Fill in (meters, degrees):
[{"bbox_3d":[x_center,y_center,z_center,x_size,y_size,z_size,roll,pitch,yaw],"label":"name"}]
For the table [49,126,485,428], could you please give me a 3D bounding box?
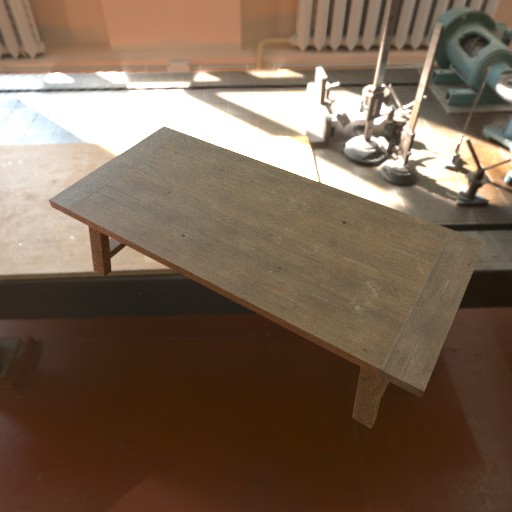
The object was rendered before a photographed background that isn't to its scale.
[{"bbox_3d":[0.000,0.000,2.157,1.800,0.465,0.820,25,50,22],"label":"table"}]
